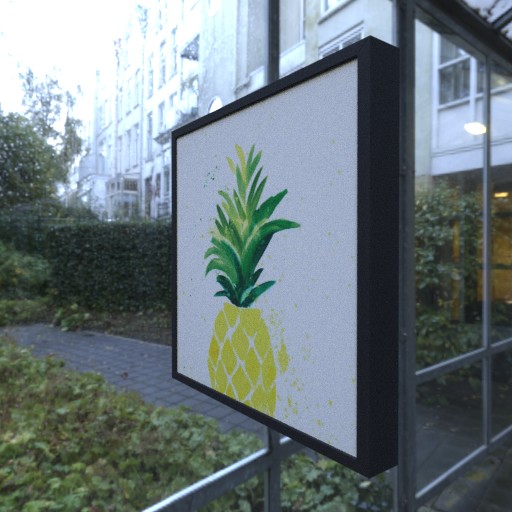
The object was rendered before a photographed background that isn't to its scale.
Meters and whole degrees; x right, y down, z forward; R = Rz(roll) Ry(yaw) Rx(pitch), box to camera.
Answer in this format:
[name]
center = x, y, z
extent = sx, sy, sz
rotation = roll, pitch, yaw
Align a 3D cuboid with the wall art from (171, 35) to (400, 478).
[wall art]
center = 0.000, 0.000, 0.436
extent = 0.033, 0.304, 0.305
rotation = 0, 1, -37
